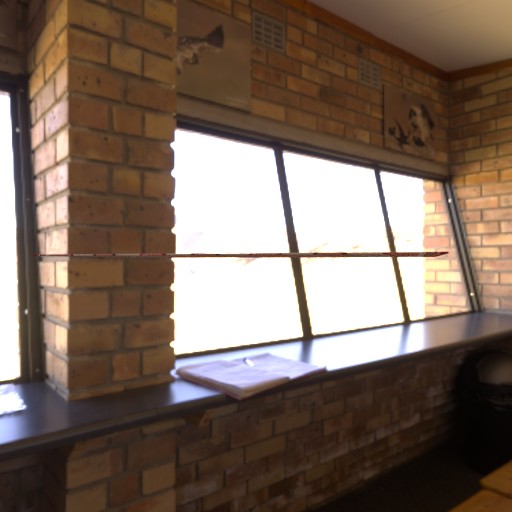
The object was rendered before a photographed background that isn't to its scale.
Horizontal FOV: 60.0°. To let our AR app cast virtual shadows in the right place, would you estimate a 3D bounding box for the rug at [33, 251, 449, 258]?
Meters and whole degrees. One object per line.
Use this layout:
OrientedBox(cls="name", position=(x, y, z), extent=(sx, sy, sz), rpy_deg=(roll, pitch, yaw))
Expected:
OrientedBox(cls="rug", position=(0.000, 0.000, 2.369), extent=(1.817, 0.008, 1.223), rpy_deg=(0, -1, 20))
